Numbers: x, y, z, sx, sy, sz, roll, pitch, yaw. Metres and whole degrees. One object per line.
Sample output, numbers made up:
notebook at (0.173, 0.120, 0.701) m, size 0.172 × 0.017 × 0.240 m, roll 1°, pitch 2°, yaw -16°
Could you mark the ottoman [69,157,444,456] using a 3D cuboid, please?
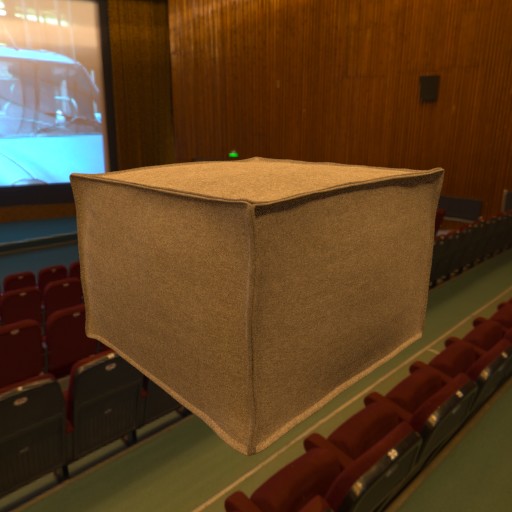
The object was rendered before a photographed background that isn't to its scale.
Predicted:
ottoman at (0.000, 0.000, 1.156) m, size 0.707 × 0.470 × 0.696 m, roll -16°, pitch 23°, yaw -43°
